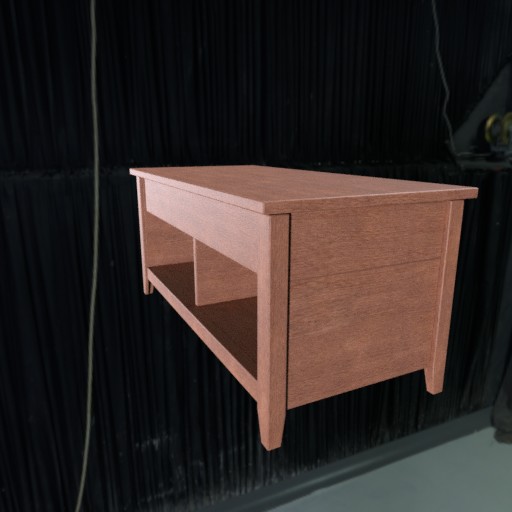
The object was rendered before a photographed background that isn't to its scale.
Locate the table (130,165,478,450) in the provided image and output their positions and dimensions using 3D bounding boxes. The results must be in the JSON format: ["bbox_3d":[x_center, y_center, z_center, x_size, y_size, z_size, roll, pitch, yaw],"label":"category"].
[{"bbox_3d":[0.000,0.000,1.273,0.483,0.457,1.016,-7,16,-26],"label":"table"}]
